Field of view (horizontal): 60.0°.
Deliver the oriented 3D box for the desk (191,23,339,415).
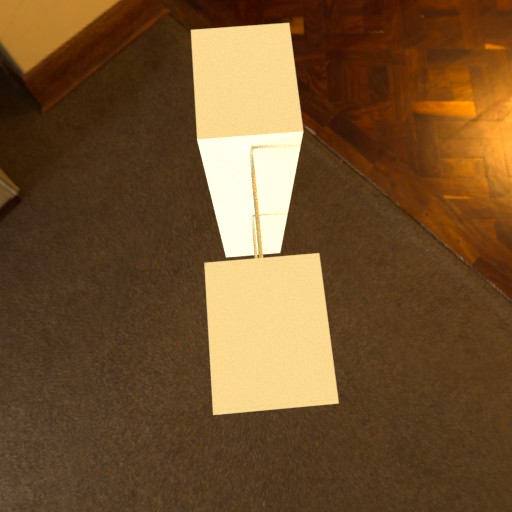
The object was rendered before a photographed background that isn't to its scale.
[{"bbox_3d":[0.000,0.000,2.884,0.480,2.000,1.770,-5,75,-1],"label":"desk"}]
